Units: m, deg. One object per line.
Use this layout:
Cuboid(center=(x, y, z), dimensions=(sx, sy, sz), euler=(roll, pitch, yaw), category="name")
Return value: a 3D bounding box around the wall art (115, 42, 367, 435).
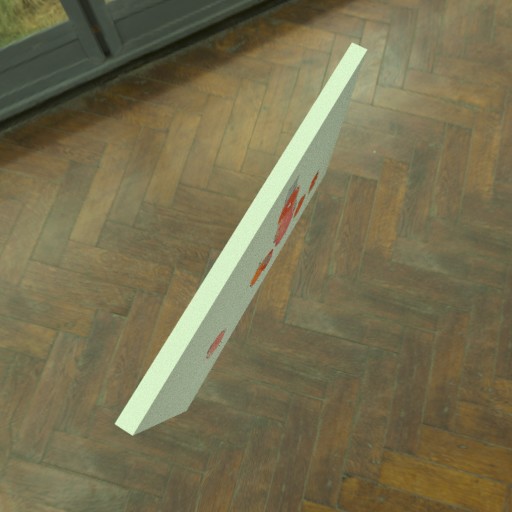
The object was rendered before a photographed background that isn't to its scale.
Cuboid(center=(0.000, 0.000, 1.164), dimensions=(0.038, 0.609, 0.914), euler=(29, 77, 8), category="wall art")
